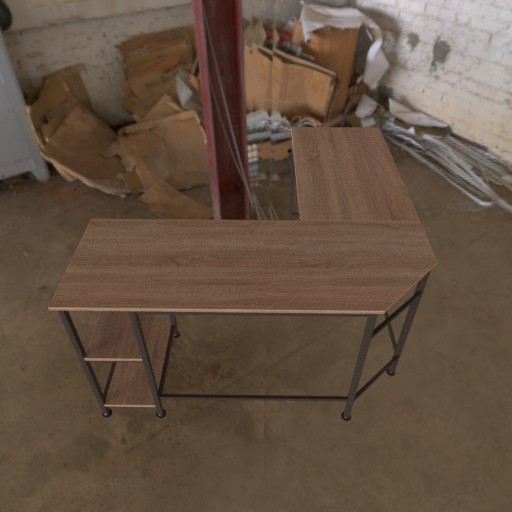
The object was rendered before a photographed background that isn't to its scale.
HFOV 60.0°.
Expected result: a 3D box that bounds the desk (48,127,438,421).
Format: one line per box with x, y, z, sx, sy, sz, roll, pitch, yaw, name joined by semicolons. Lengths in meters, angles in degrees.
0.000;0.000;2.245;1.379;0.739;1.379;1;42;1;desk
